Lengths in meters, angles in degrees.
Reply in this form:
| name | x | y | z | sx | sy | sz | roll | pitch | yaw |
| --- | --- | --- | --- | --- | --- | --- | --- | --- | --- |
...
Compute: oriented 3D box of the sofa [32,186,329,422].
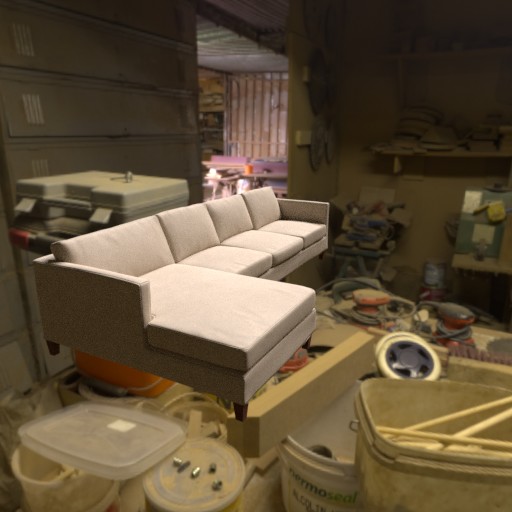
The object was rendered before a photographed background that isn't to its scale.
| name | x | y | z | sx | sy | sz | roll | pitch | yaw |
| --- | --- | --- | --- | --- | --- | --- | --- | --- | --- |
| sofa | 0.000 | 0.000 | 3.922 | 1.625 | 0.846 | 3.186 | 9 | 18 | 27 |
